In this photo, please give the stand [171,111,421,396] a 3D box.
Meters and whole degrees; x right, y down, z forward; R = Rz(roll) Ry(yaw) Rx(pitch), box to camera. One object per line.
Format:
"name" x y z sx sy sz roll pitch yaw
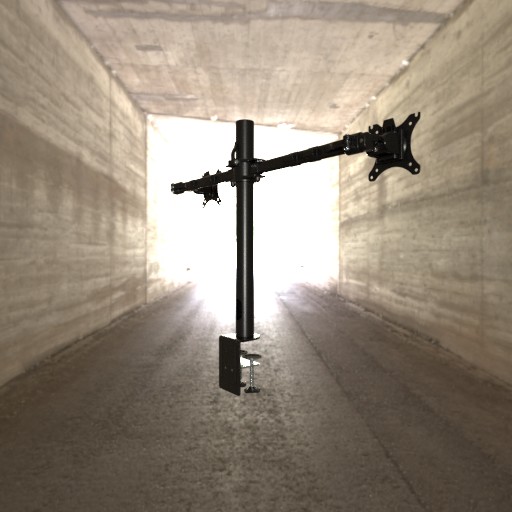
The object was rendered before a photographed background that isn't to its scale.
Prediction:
"stand" 0.000 0.000 1.017 0.150 0.603 0.743 0 0 -37
